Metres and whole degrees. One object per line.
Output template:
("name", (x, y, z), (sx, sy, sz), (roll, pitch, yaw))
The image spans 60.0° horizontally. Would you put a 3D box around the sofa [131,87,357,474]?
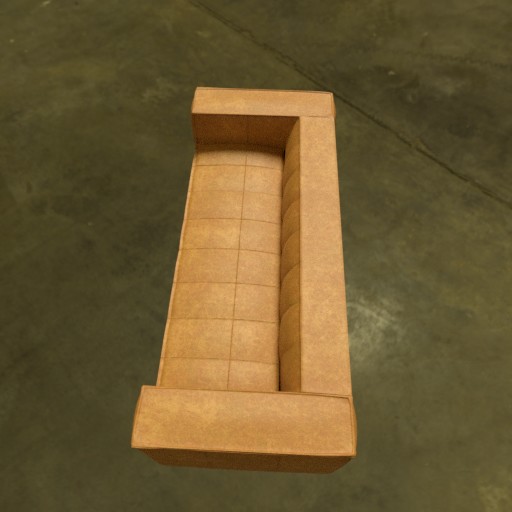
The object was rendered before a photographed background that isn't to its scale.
("sofa", (0.000, 0.000, 2.968), (1.102, 0.701, 2.581), (2, 58, 1))
